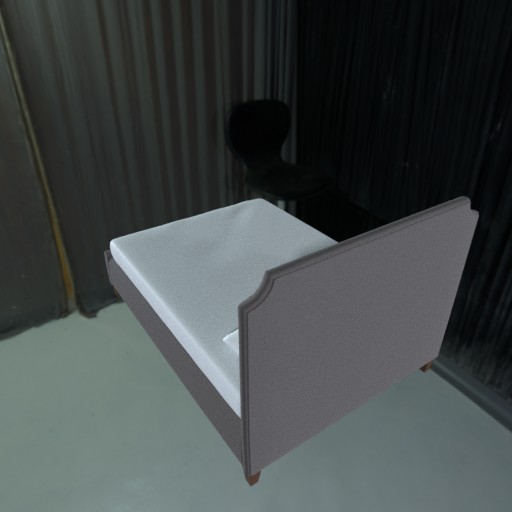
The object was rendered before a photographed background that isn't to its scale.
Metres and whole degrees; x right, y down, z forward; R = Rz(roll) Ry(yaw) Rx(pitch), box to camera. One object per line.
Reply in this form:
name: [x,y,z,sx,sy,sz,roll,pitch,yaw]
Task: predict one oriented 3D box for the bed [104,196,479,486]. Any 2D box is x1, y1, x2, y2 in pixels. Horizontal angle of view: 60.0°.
bed: [0.000,0.000,3.386,1.713,1.443,2.372,-20,36,-29]
